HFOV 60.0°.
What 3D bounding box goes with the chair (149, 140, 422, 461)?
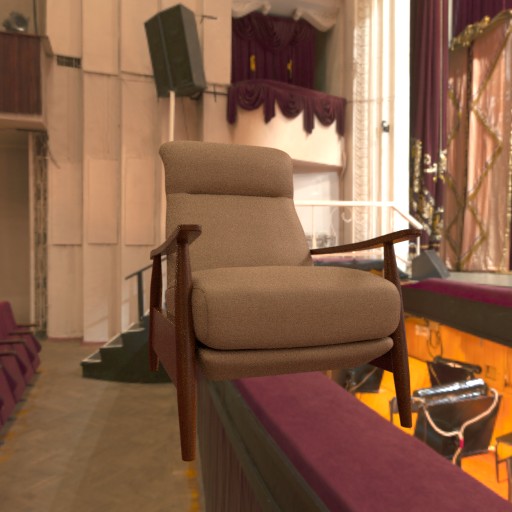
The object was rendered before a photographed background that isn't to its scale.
[{"bbox_3d":[0.000,0.000,1.749,0.762,1.082,1.030,0,1,-19],"label":"chair"}]
